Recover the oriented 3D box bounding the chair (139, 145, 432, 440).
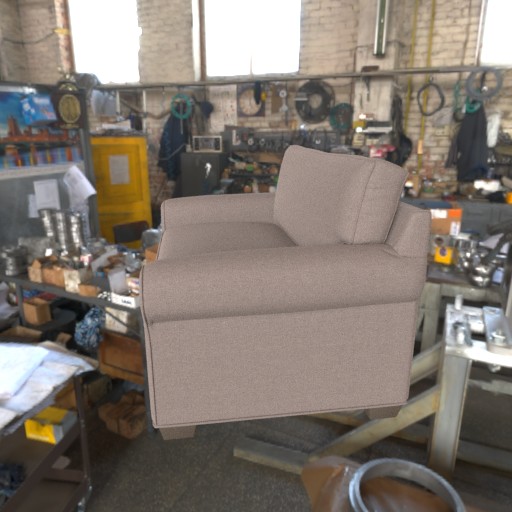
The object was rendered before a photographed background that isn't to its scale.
[{"bbox_3d":[0.000,0.000,2.004,0.930,0.930,1.390,-2,16,-8],"label":"chair"}]
